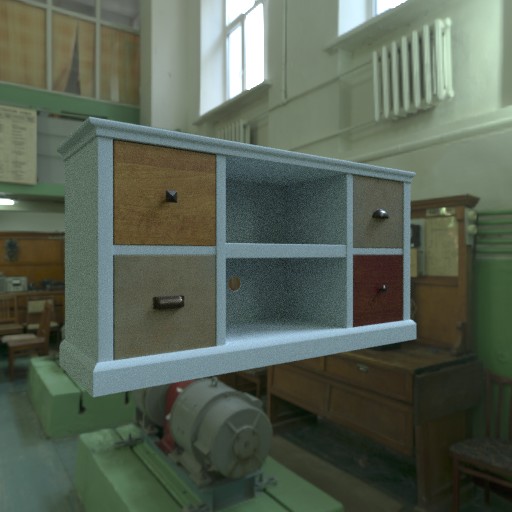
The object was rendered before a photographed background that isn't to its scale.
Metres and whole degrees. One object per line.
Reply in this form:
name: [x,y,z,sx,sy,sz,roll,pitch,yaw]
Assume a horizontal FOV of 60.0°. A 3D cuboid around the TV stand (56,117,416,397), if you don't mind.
TV stand: [0.000,0.000,1.488,1.187,0.624,0.424,0,0,-35]
